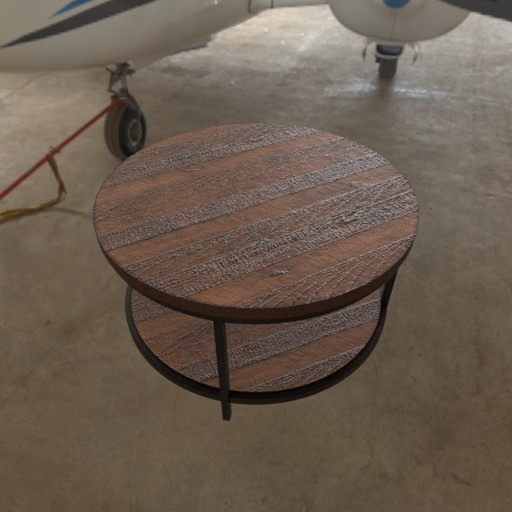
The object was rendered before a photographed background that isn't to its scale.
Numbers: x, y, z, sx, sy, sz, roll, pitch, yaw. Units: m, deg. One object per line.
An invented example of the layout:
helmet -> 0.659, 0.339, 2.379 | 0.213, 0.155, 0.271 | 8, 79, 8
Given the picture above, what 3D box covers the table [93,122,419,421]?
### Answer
table -> 0.000, 0.000, 1.331 | 0.837, 0.462, 0.837 | 0, 41, 0
